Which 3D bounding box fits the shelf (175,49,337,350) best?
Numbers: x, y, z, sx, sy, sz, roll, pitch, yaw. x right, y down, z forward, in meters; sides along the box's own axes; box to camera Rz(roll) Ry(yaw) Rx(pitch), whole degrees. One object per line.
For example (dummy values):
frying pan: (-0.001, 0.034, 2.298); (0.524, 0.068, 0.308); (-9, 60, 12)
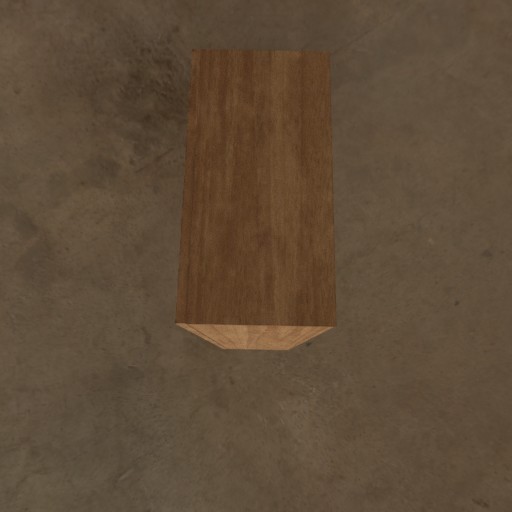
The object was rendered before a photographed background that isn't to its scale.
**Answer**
shelf: (0.000, 0.000, 2.236); (0.453, 1.930, 0.864); (1, 76, 0)
